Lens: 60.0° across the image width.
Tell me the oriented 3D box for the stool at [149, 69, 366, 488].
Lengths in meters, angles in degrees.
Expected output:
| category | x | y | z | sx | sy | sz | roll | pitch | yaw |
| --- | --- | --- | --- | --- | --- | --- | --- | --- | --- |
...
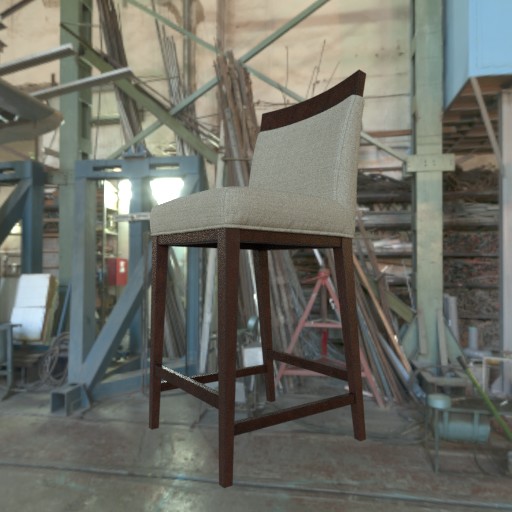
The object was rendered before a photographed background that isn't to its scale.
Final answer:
| category | x | y | z | sx | sy | sz | roll | pitch | yaw |
| --- | --- | --- | --- | --- | --- | --- | --- | --- | --- |
| stool | 0.000 | 0.000 | 1.273 | 0.480 | 1.011 | 0.463 | 0 | -1 | -35 |
